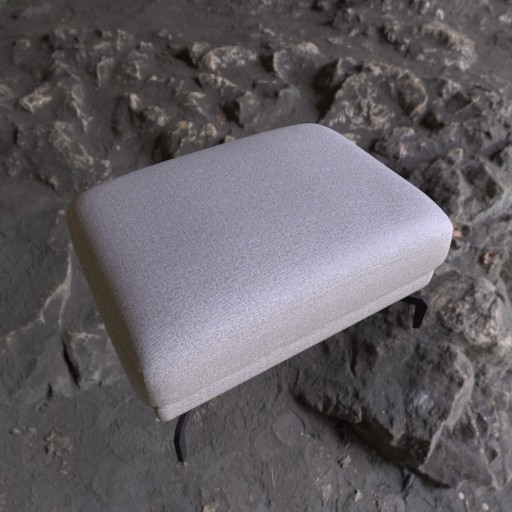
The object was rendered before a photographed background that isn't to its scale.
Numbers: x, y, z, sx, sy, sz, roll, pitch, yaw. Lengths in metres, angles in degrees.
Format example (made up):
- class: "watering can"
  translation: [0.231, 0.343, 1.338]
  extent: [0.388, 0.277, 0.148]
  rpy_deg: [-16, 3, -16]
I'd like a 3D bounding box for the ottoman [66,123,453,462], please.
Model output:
- class: "ottoman"
  translation: [0.000, 0.000, 1.097]
  extent: [0.772, 0.420, 0.568]
  rpy_deg: [-22, 49, -21]
